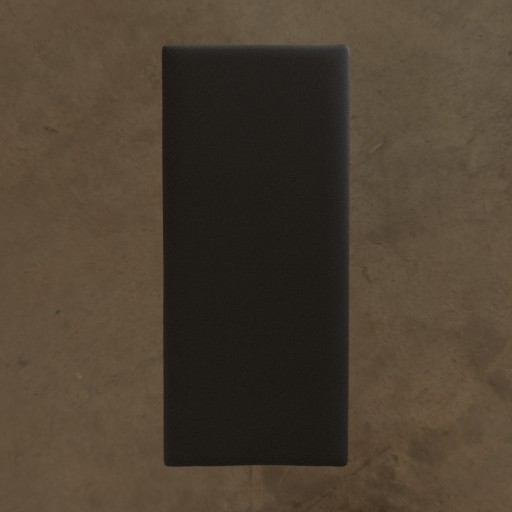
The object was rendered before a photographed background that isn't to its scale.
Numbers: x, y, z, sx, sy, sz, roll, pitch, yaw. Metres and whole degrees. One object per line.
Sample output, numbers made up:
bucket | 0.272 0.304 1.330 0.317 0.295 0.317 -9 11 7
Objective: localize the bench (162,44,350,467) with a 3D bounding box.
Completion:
bench | 0.000 0.000 1.176 0.401 0.500 0.899 0 91 0
